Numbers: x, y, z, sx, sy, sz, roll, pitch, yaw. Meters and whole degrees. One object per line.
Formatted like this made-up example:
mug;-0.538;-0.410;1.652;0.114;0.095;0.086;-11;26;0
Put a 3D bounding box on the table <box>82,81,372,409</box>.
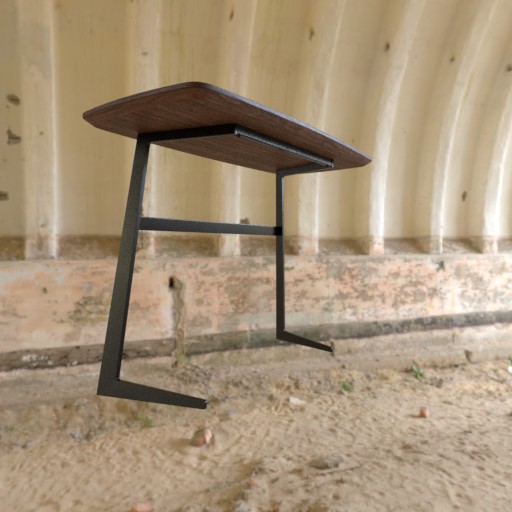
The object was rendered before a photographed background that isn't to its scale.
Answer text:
table;0.000;0.000;1.119;0.361;0.576;0.804;1;1;35
